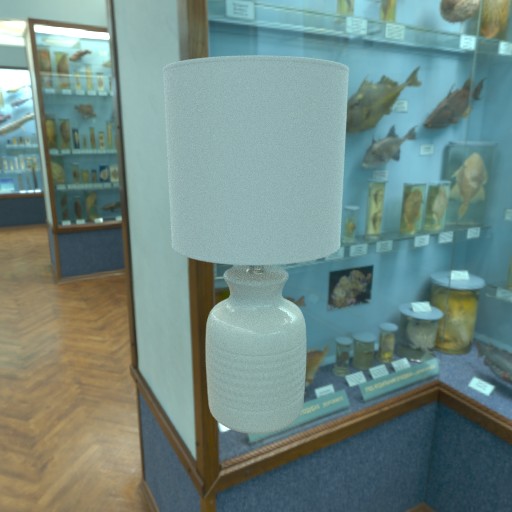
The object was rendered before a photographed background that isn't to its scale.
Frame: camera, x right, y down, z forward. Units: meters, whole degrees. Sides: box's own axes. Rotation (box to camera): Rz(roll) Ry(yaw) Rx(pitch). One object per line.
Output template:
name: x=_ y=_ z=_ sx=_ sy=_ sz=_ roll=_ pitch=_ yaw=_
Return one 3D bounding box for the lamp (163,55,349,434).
lamp: x=0.000 y=0.000 z=0.506 sx=0.188 sy=0.392 sz=0.188 roll=-8 pitch=17 yaw=-26
